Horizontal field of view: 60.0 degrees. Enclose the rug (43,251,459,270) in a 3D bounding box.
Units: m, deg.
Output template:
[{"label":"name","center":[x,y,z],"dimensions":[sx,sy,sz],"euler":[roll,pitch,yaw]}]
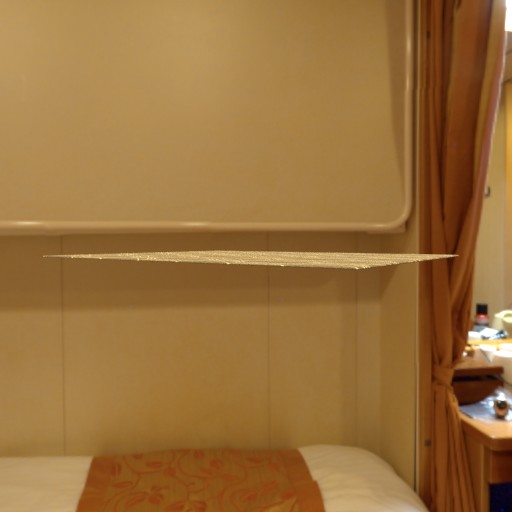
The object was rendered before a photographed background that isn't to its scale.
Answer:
[{"label":"rug","center":[0.000,0.000,4.171],"dimensions":[3.062,0.012,2.457],"euler":[1,2,36]}]
